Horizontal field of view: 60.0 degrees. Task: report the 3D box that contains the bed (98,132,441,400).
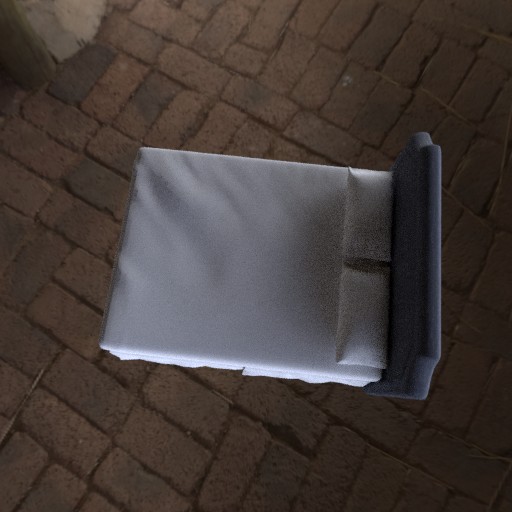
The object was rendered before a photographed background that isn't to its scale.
[{"bbox_3d":[0.000,0.000,3.136,2.116,1.290,1.693,6,74,2],"label":"bed"}]
